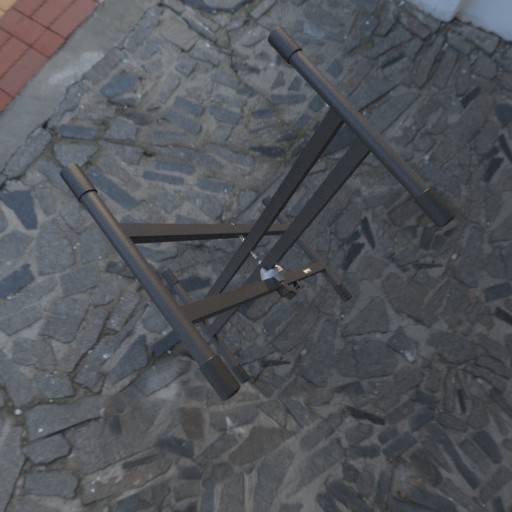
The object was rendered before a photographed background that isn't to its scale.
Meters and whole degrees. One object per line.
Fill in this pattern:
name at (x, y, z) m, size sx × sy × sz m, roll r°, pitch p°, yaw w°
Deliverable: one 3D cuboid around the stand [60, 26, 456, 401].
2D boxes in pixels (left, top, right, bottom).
stand at (0.000, 0.000, 1.194) m, size 0.503 × 0.900 × 0.495 m, roll -37°, pitch 79°, yaw -9°
